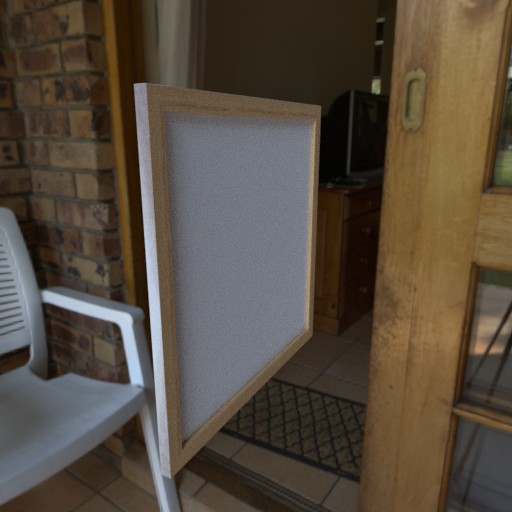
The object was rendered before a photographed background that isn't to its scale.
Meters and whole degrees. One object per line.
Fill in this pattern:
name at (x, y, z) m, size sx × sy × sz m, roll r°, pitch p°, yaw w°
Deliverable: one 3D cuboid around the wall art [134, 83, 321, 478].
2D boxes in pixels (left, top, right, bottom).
wall art at (0.000, 0.000, 1.134) m, size 0.027 × 0.762 × 0.762 m, roll 9°, pitch 18°, yaw 28°
